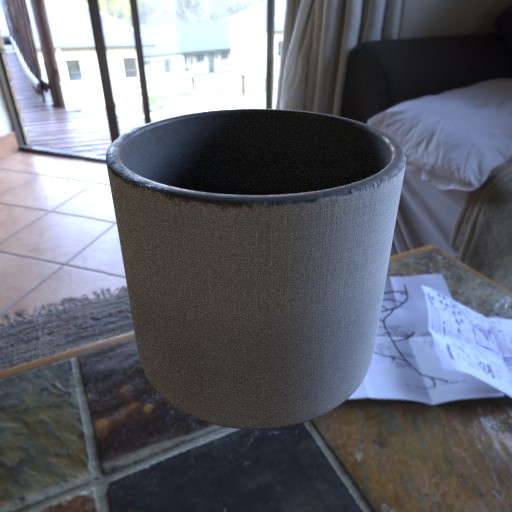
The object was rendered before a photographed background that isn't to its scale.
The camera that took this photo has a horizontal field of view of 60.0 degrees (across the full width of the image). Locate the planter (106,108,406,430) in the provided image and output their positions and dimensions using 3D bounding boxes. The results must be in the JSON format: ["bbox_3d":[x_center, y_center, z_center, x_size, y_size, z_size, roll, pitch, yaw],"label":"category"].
[{"bbox_3d":[0.000,0.000,0.383,0.221,0.201,0.221,0,31,0],"label":"planter"}]
